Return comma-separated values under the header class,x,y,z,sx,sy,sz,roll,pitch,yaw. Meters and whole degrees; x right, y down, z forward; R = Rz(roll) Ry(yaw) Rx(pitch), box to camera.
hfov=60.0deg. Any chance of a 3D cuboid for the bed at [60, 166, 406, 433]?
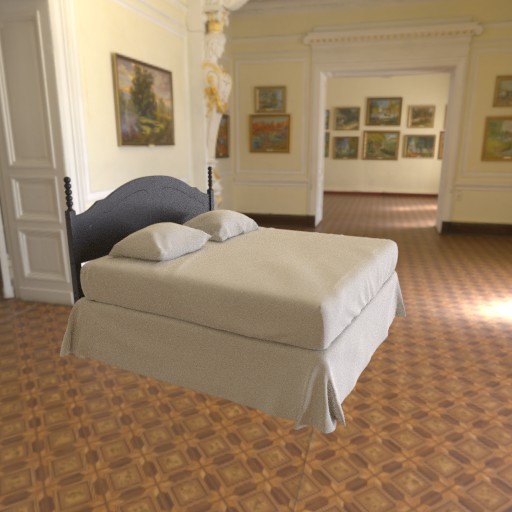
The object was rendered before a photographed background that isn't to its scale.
class,x,y,z,sx,sy,sz,roll,pitch,yaw
bed,0.000,0.000,3.709,2.219,1.355,2.322,7,16,27
